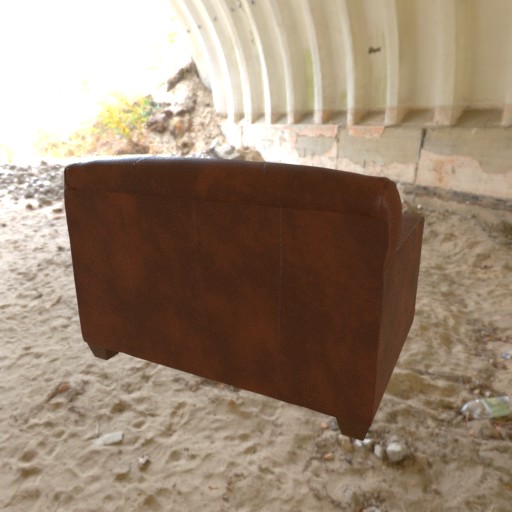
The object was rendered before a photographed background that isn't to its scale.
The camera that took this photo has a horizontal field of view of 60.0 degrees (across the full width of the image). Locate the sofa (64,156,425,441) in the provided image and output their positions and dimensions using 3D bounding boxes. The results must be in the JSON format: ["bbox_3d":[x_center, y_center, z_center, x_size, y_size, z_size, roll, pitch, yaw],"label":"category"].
[{"bbox_3d":[0.000,0.000,2.098,1.413,0.956,1.000,8,19,26],"label":"sofa"}]
